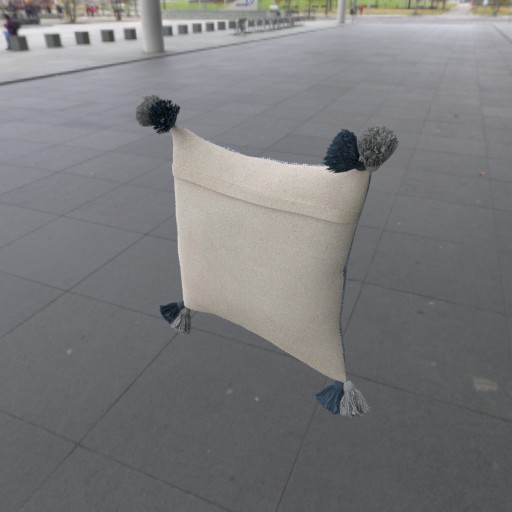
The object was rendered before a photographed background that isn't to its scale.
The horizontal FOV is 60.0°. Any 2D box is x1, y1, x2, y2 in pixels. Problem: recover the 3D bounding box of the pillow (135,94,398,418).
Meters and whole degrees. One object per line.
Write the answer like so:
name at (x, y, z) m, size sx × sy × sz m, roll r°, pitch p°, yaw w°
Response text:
pillow at (0.000, 0.000, 0.954) m, size 0.614 × 0.634 × 0.138 m, roll 21°, pitch 36°, yaw 32°
